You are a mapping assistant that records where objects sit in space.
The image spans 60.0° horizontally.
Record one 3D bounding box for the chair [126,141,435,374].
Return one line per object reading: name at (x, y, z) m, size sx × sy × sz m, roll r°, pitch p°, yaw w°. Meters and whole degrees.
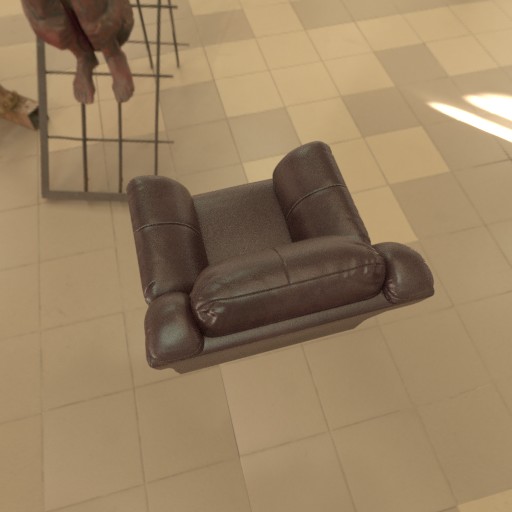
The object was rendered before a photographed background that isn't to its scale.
chair at (0.000, 0.000, 1.925) m, size 0.990 × 1.093 × 1.041 m, roll -13°, pitch 60°, yaw -8°
